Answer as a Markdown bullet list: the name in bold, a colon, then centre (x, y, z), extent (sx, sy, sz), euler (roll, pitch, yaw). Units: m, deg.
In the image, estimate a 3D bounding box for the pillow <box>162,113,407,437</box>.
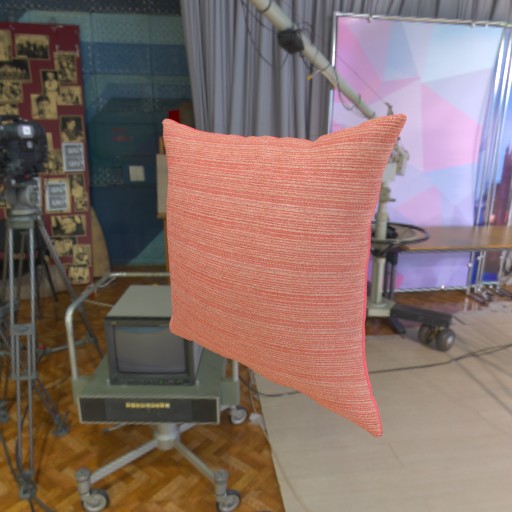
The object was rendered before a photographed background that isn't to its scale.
- **pillow**: centre (0.000, 0.000, 0.827), extent (0.559, 0.501, 0.229), euler (15, 23, 41)
